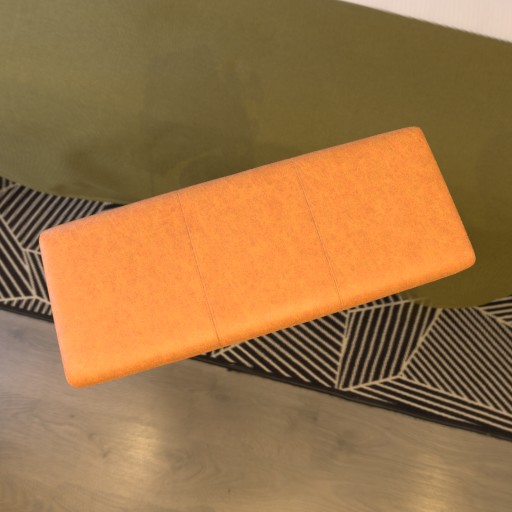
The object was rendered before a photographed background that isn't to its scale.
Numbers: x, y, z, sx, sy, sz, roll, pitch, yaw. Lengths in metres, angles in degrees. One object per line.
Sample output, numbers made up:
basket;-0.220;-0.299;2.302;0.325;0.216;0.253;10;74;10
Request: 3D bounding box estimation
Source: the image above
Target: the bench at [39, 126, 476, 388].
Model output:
bench;0.000;0.000;1.868;1.610;0.399;0.653;-16;77;-4
